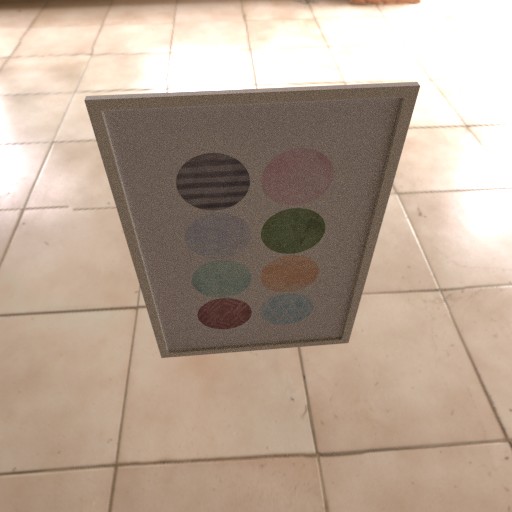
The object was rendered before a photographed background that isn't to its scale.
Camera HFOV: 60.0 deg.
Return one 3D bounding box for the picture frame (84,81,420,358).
[{"bbox_3d":[0.000,0.000,0.844,0.457,0.657,0.013,-4,47,-4],"label":"picture frame"}]
